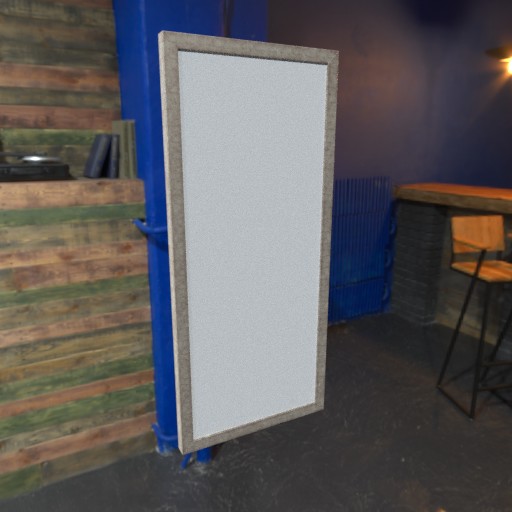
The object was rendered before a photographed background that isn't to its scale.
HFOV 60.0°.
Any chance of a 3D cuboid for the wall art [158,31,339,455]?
[{"bbox_3d":[0.000,0.000,1.654,0.648,1.461,0.051,-7,16,-26],"label":"wall art"}]
